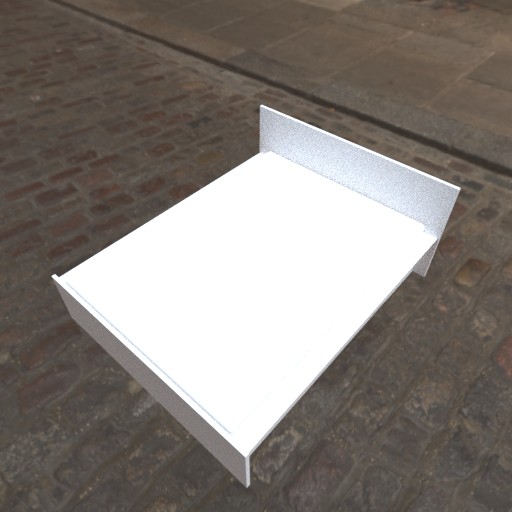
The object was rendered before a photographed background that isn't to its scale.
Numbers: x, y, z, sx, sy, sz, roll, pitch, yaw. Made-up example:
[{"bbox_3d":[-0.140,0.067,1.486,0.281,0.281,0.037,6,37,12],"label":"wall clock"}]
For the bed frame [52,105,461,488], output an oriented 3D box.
[{"bbox_3d":[0.000,0.000,2.871,1.622,0.800,1.960,32,54,28],"label":"bed frame"}]
